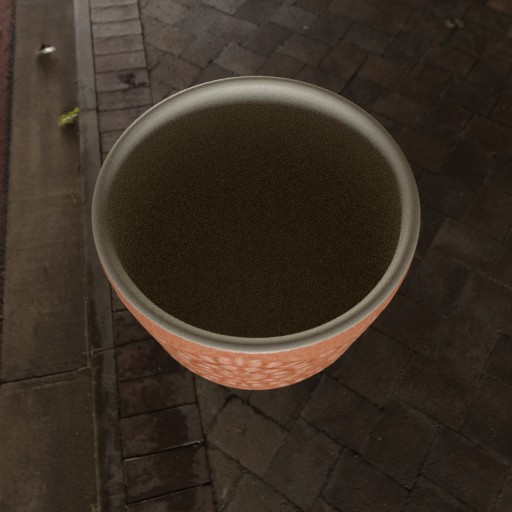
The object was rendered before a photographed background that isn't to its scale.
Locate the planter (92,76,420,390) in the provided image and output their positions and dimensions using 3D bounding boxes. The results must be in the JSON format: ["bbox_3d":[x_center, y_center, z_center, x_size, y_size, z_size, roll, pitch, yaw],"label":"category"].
[{"bbox_3d":[0.000,0.000,0.214,0.124,0.109,0.124,0,64,0],"label":"planter"}]
